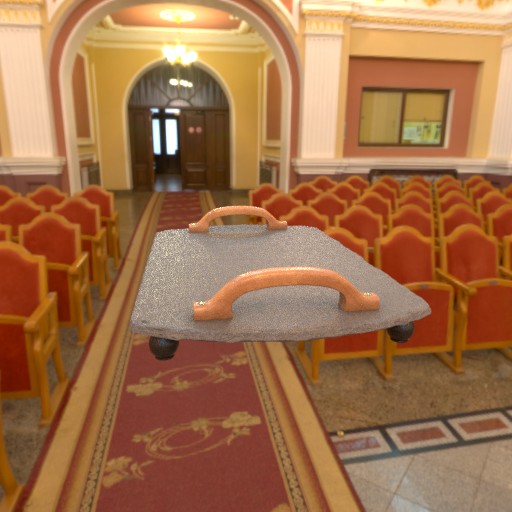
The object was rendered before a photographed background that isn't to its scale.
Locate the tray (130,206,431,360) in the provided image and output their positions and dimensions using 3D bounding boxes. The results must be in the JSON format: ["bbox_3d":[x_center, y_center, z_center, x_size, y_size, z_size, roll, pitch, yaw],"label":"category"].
[{"bbox_3d":[0.000,0.000,0.472,0.231,0.062,0.387,-2,15,-9],"label":"tray"}]
